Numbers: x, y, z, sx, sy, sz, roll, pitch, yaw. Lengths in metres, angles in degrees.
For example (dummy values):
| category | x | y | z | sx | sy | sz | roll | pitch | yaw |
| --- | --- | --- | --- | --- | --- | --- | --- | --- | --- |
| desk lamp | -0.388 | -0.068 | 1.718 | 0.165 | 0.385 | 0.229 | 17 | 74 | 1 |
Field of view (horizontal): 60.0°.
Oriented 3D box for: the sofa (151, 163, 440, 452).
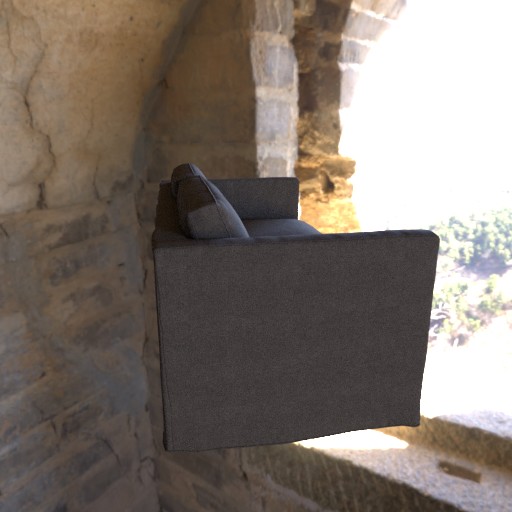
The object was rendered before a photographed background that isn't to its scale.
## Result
| category | x | y | z | sx | sy | sz | roll | pitch | yaw |
| --- | --- | --- | --- | --- | --- | --- | --- | --- | --- |
| sofa | 0.000 | 0.000 | 2.289 | 0.974 | 0.854 | 1.802 | -3 | 17 | -10 |
